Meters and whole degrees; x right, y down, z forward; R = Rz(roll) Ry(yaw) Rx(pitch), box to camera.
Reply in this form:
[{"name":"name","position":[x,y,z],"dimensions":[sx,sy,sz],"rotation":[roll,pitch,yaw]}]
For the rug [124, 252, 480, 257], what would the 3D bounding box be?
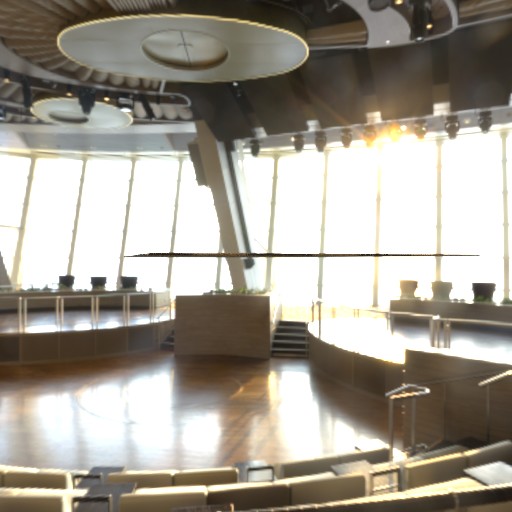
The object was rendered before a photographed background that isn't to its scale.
[{"name":"rug","position":[0.000,0.000,3.080],"dimensions":[1.676,0.013,2.261],"rotation":[0,0,-19]}]
